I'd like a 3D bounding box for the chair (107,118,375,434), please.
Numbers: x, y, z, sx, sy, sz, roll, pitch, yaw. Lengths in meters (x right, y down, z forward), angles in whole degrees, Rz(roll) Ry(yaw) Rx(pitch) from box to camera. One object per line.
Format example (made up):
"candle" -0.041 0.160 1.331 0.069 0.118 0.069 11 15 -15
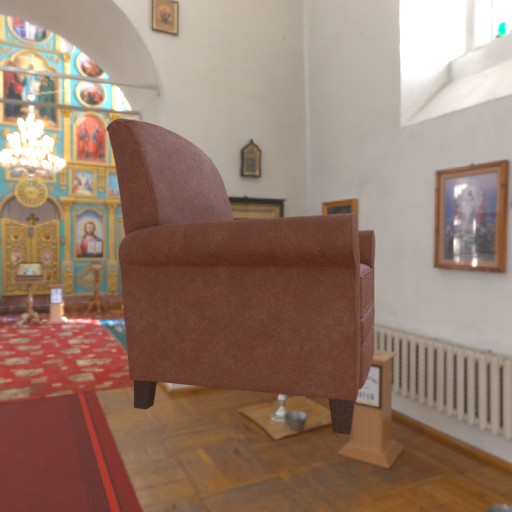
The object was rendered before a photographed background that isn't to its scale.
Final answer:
"chair" 0.000 0.000 1.778 0.902 1.061 0.978 0 0 18
